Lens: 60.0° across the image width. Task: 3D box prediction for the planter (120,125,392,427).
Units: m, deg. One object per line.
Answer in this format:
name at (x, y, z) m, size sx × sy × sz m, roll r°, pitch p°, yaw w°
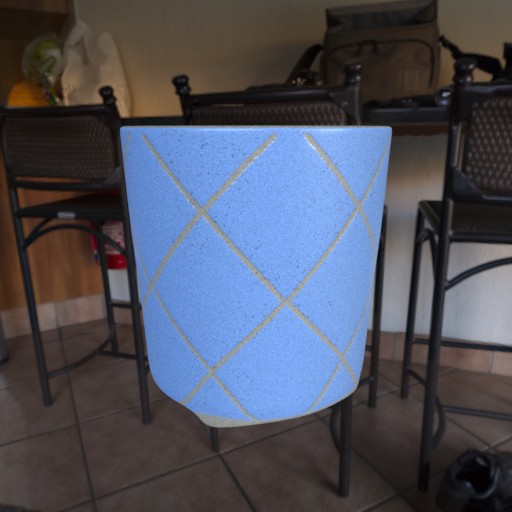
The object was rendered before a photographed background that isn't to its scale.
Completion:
planter at (0.000, 0.000, 0.418) m, size 0.227 × 0.235 × 0.227 m, roll 0°, pitch 16°, yaw 0°
